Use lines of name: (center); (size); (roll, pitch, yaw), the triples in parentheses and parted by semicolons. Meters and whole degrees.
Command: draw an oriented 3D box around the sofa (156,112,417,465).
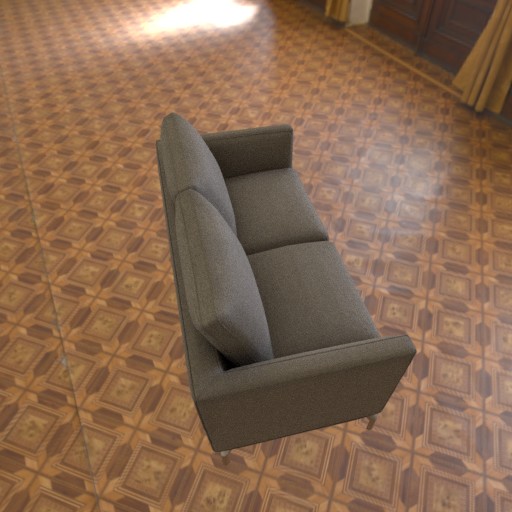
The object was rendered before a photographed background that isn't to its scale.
sofa: (0.000, 0.000, 2.171); (0.803, 0.924, 1.594); (-10, 47, -9)
